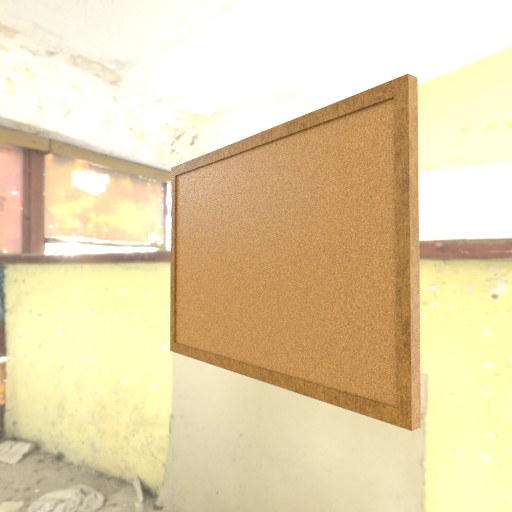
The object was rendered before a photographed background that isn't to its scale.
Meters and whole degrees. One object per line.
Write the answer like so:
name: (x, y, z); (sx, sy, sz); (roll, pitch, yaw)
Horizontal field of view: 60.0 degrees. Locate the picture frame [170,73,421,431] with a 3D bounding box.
picture frame: (0.000, 0.000, 1.145); (0.029, 0.621, 0.922); (1, -2, -37)
